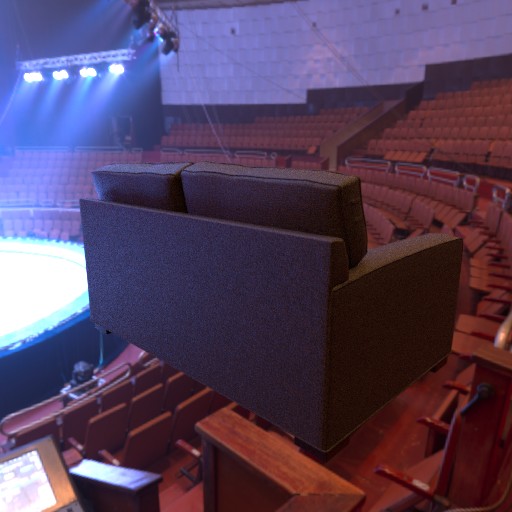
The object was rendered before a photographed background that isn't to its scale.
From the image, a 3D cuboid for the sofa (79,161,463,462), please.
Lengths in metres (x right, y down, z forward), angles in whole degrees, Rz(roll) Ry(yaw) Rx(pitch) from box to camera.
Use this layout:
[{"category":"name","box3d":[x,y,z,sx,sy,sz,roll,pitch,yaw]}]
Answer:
[{"category":"sofa","box3d":[0.000,0.000,2.082,1.534,0.887,0.974,13,19,43]}]
